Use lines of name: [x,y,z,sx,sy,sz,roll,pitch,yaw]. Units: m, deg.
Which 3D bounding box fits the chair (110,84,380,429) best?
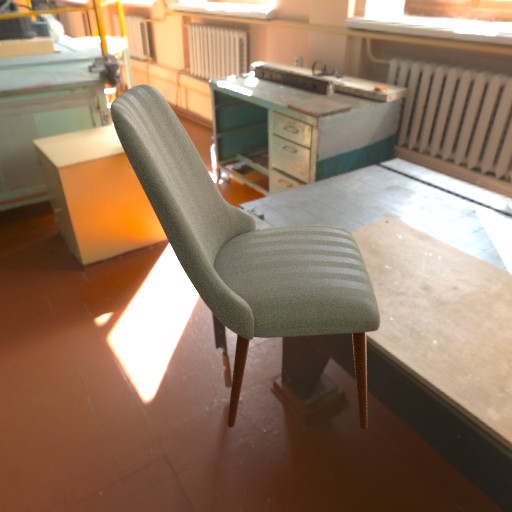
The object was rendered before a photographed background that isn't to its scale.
chair: [0.000,0.000,1.315,0.684,0.917,0.526,0,32,1]
